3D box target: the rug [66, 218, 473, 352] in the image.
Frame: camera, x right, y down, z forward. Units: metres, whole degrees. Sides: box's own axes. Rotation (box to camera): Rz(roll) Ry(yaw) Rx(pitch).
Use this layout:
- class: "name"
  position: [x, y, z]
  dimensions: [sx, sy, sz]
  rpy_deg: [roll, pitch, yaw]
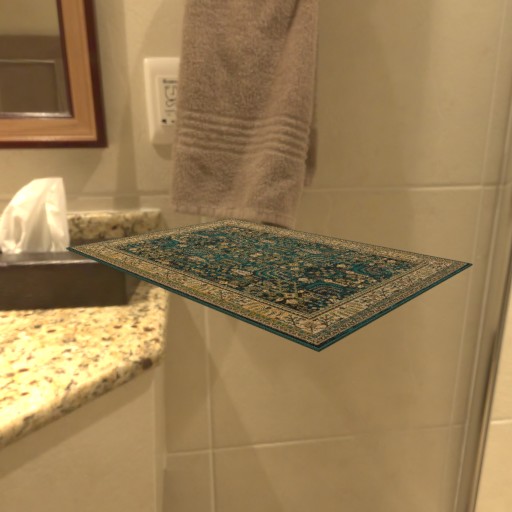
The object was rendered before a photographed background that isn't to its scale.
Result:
- class: "rug"
  position: [0.000, 0.000, 2.952]
  dimensions: [2.213, 0.013, 1.594]
  rpy_deg: [14, 21, 42]
